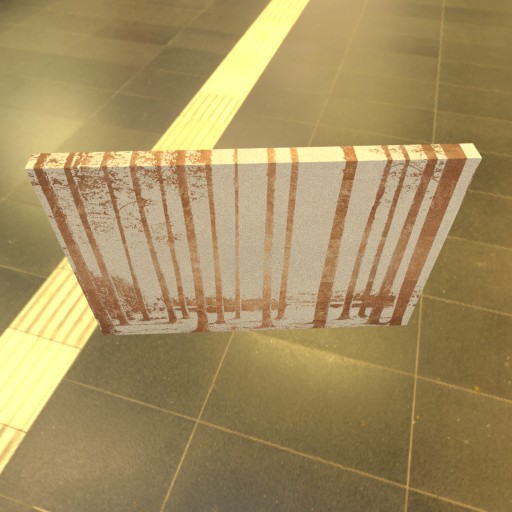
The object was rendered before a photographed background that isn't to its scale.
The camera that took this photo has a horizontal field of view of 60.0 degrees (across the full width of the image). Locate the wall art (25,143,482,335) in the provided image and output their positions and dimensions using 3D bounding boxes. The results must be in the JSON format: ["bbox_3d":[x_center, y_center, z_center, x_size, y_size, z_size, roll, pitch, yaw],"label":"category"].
[{"bbox_3d":[0.000,0.000,0.751,0.609,0.405,0.035,-2,48,-2],"label":"wall art"}]
